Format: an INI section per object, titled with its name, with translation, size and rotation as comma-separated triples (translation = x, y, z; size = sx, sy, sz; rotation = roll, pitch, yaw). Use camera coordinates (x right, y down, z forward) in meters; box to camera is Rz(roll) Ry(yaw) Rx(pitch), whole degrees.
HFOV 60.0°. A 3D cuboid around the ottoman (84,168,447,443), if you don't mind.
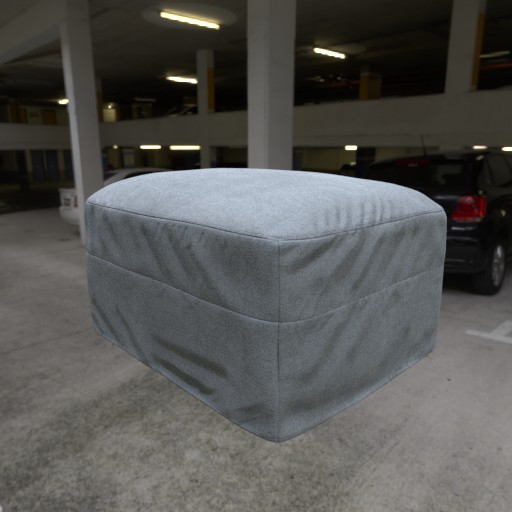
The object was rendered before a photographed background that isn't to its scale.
[ottoman]
translation = 0.000, 0.000, 1.251
size = 0.683, 0.481, 0.837
rotation = -13, 19, -42
